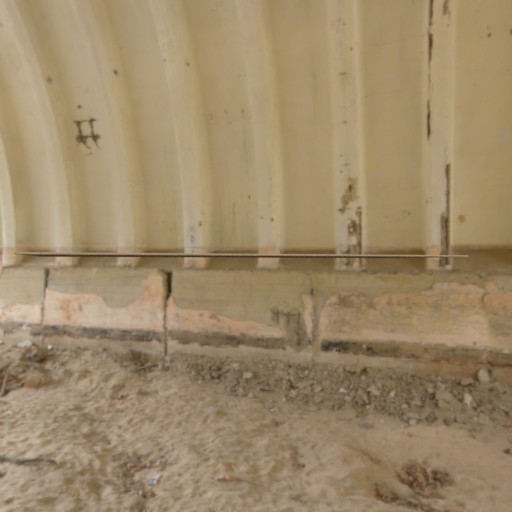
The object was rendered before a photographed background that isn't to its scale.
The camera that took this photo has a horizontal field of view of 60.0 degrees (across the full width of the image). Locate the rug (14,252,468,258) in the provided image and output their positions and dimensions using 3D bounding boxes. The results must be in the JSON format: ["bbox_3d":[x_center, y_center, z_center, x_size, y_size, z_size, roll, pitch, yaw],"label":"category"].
[{"bbox_3d":[0.000,0.000,2.634,2.435,0.009,0.750,0,-1,-18],"label":"rug"}]
